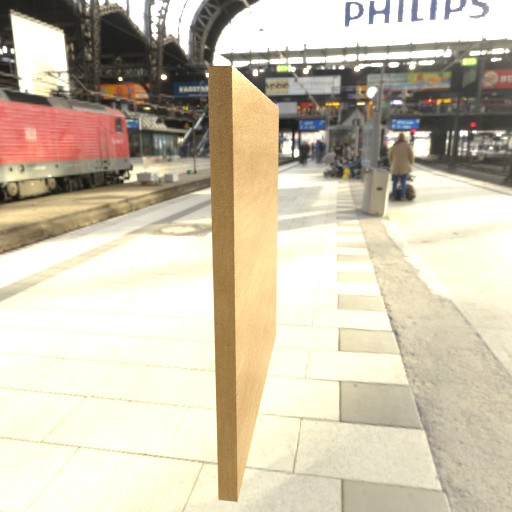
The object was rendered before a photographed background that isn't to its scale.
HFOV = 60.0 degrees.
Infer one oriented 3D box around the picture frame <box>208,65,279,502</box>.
[{"bbox_3d":[0.000,0.000,1.104,0.037,0.761,0.758,2,14,8],"label":"picture frame"}]
